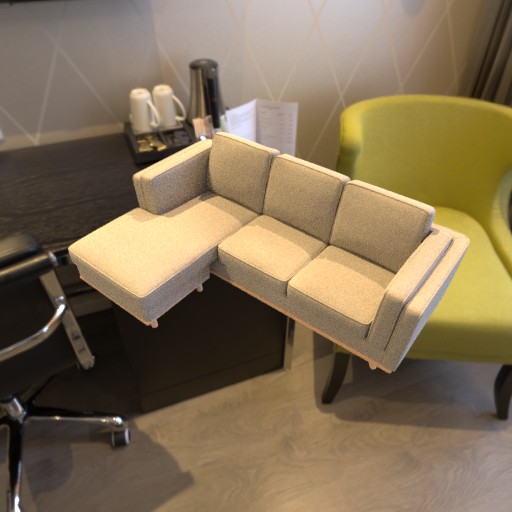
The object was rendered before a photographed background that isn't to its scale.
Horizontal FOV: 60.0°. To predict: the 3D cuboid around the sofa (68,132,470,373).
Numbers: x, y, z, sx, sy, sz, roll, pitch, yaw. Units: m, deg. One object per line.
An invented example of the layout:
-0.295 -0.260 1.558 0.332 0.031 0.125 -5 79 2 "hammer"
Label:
0.000 0.000 3.187 2.411 0.929 1.604 27 47 28 "sofa"
